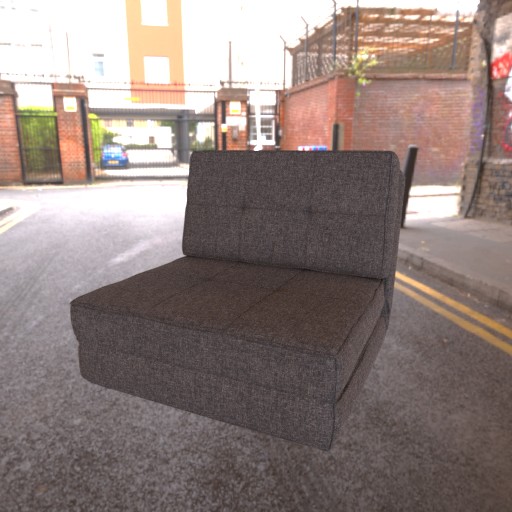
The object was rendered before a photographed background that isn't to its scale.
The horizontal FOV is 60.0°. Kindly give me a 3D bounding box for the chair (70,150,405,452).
[{"bbox_3d":[0.000,0.000,1.328,0.740,0.615,0.800,6,15,25],"label":"chair"}]
